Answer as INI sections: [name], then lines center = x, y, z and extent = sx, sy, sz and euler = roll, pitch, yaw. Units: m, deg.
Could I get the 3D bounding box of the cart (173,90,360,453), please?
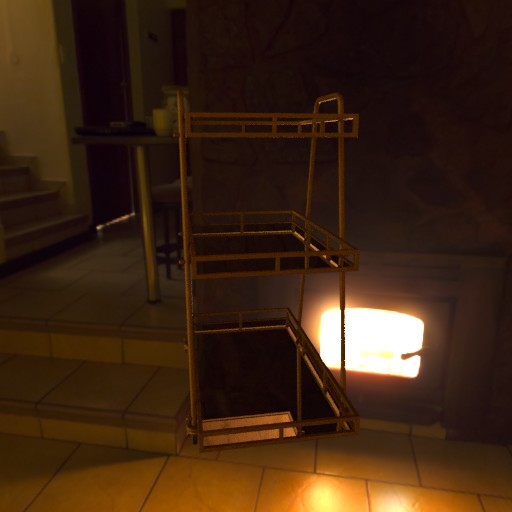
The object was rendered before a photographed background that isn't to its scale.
[cart]
center = 0.000, 0.000, 1.280
extent = 0.441, 0.883, 0.711
euler = -3, 15, -9
